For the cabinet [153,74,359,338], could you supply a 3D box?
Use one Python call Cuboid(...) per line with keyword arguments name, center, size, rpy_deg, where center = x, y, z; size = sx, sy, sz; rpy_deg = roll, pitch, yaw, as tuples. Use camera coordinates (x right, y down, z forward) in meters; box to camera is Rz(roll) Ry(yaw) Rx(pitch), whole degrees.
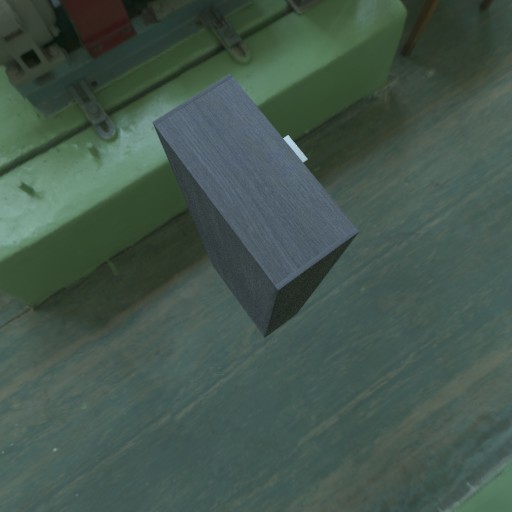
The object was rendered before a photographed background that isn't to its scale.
Cuboid(name="cabinet", center=(0.000, 0.000, 1.850), size=(0.255, 1.630, 0.520), rpy_deg=(-35, 78, -8))
